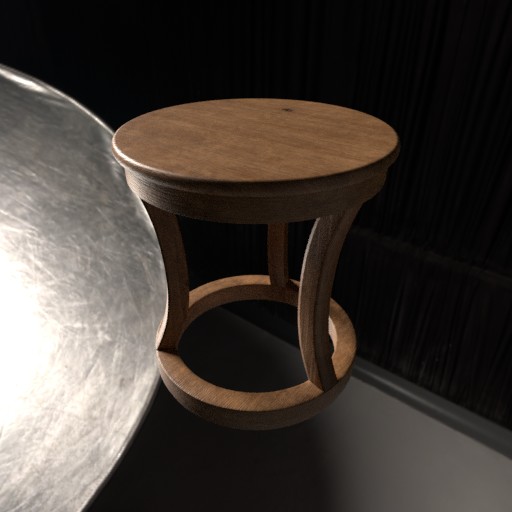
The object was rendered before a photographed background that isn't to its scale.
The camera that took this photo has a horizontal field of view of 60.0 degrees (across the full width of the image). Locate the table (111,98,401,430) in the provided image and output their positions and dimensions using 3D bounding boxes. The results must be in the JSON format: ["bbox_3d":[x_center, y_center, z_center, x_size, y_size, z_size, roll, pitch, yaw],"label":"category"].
[{"bbox_3d":[0.000,0.000,0.802,0.432,0.460,0.432,0,32,0],"label":"table"}]
